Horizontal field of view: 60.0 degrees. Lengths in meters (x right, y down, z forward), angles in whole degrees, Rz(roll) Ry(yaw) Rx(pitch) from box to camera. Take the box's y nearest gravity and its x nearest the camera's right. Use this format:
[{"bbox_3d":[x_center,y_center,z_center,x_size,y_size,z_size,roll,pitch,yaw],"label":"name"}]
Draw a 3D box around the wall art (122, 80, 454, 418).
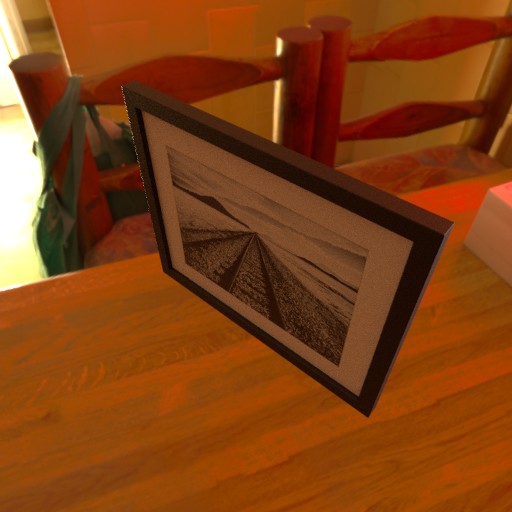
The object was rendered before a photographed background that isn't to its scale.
[{"bbox_3d":[0.000,0.000,0.778,0.559,0.458,0.029,31,53,27],"label":"wall art"}]
